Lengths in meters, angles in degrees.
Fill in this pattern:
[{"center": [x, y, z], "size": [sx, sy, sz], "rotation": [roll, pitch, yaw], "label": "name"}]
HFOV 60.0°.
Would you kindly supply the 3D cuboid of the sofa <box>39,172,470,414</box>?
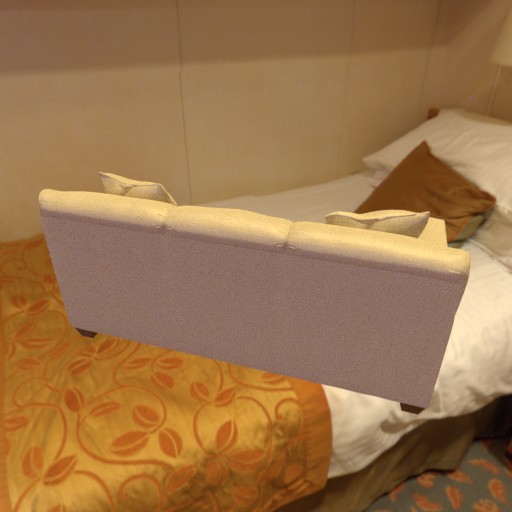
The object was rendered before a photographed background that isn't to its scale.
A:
[{"center": [0.000, 0.000, 2.541], "size": [2.024, 0.958, 0.997], "rotation": [9, 33, 15], "label": "sofa"}]
